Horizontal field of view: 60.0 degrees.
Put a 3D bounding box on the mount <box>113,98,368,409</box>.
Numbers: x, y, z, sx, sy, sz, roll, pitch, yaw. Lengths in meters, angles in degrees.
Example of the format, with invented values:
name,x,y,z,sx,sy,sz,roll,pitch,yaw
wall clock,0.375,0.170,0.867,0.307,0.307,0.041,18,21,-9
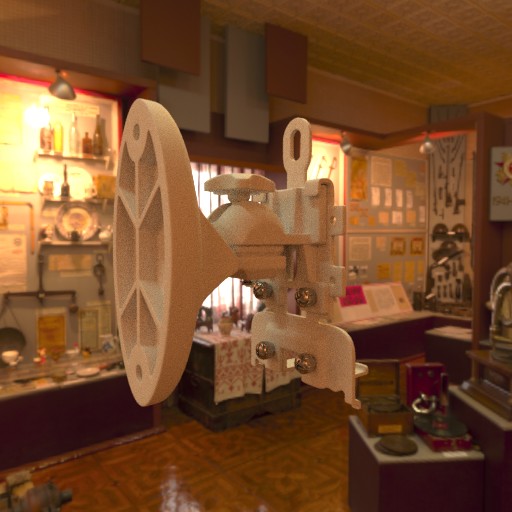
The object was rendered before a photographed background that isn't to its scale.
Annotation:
name,x,y,z,sx,sy,sz,roll,pitch,yaw
mount,0.000,0.000,0.181,0.100,0.118,0.066,-2,3,-36
